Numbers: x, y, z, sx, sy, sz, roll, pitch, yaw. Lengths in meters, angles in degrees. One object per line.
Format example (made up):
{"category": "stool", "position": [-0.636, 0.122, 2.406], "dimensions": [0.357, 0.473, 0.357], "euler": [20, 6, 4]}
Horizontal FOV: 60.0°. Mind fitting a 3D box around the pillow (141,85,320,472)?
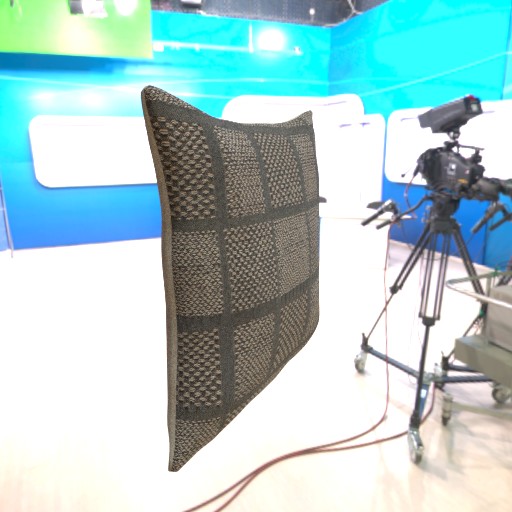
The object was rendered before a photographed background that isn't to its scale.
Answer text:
{"category": "pillow", "position": [0.000, 0.000, 0.651], "dimensions": [0.138, 0.432, 0.435], "euler": [8, 17, 27]}
